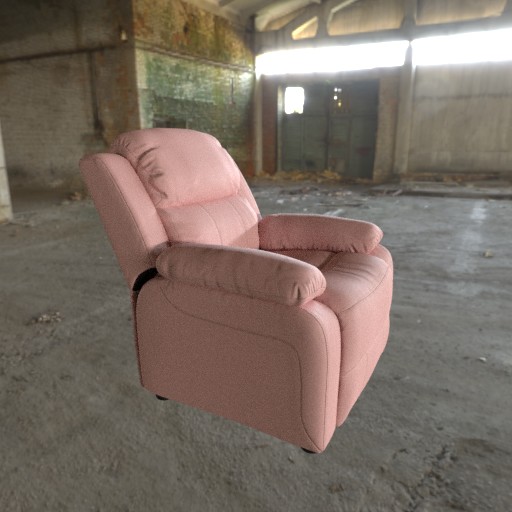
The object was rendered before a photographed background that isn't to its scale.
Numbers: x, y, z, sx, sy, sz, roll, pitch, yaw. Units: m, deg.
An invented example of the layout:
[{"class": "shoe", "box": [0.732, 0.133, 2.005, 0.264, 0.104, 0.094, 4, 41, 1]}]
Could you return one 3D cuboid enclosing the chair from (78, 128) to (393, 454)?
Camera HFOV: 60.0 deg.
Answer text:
[{"class": "chair", "box": [0.000, 0.000, 1.253, 0.709, 0.702, 0.680, 7, 16, 27]}]
